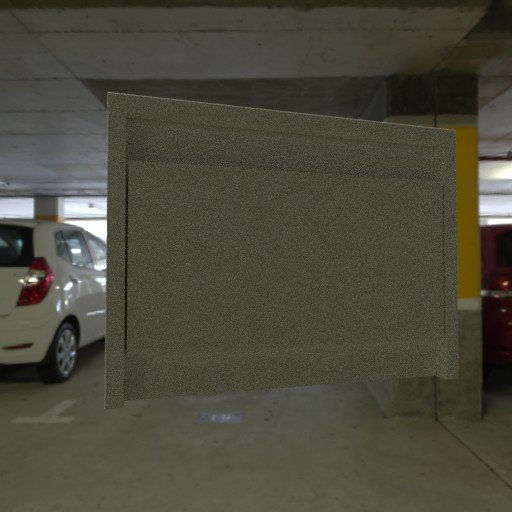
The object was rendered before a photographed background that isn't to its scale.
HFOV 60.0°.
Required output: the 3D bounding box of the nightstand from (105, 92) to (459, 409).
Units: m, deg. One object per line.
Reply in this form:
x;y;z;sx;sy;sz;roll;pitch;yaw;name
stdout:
0.000;0.000;0.753;0.470;0.351;0.408;1;-2;-17;nightstand
